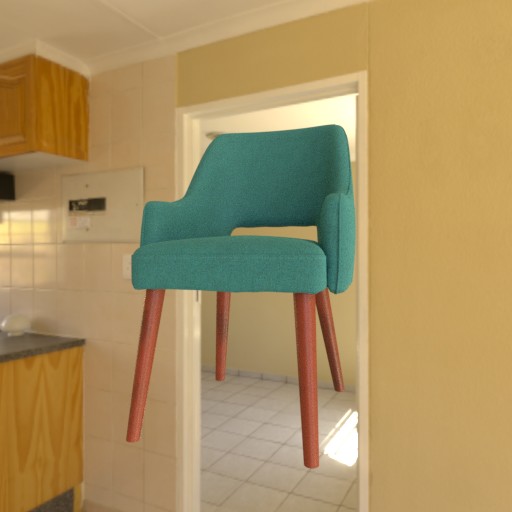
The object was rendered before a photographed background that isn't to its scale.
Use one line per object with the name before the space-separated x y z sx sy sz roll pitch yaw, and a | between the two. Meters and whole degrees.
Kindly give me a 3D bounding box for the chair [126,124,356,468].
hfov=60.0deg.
chair | 0.000 0.000 1.235 0.548 0.849 0.605 0 0 17
